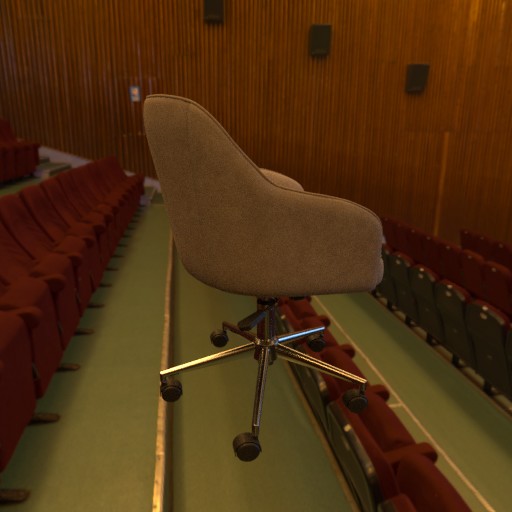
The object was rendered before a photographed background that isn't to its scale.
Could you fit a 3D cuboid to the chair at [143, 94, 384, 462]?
[{"bbox_3d":[0.000,0.000,1.244,0.573,0.831,0.635,-3,16,-10],"label":"chair"}]
